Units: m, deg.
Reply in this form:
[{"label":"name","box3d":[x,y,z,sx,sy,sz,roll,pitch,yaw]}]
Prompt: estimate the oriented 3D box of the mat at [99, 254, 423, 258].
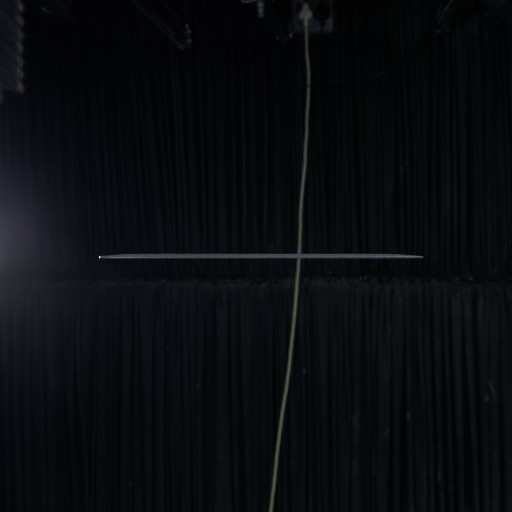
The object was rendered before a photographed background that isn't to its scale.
[{"label":"mat","box3d":[0.000,0.000,1.892,0.918,0.013,1.524,0,0,-2]}]
